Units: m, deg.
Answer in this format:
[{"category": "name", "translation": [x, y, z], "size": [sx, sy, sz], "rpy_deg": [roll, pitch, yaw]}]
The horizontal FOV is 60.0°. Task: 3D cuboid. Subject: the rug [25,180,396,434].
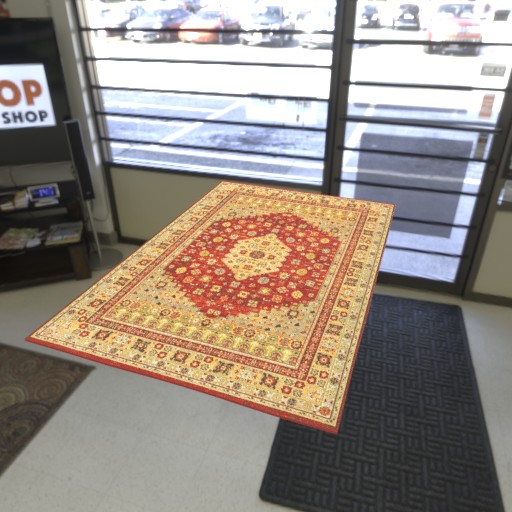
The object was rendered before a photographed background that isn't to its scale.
[{"category": "rug", "translation": [0.000, 0.000, 2.225], "size": [1.194, 0.013, 1.802], "rpy_deg": [11, 32, 18]}]
